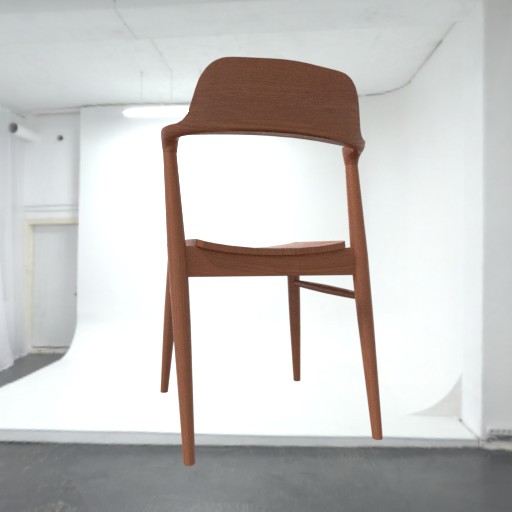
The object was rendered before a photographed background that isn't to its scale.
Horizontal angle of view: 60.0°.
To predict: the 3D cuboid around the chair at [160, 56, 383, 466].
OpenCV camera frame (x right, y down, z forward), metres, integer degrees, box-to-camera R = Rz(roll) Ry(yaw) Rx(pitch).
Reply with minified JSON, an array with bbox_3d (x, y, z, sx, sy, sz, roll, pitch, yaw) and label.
[{"bbox_3d":[0.000,0.000,1.143,0.496,0.801,0.499,0,0,-17],"label":"chair"}]
